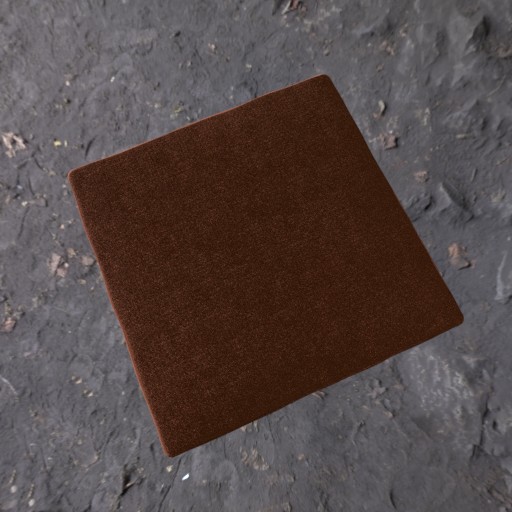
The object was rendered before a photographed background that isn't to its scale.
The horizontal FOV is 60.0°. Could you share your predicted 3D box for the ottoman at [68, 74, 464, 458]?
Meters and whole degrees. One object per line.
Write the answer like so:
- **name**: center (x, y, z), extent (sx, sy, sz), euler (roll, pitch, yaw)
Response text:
- **ottoman**: center (0.000, 0.000, 1.586), extent (0.997, 0.438, 0.999), euler (-23, 76, -6)
